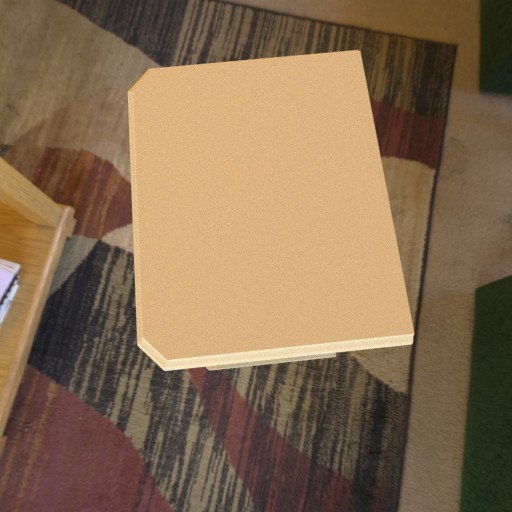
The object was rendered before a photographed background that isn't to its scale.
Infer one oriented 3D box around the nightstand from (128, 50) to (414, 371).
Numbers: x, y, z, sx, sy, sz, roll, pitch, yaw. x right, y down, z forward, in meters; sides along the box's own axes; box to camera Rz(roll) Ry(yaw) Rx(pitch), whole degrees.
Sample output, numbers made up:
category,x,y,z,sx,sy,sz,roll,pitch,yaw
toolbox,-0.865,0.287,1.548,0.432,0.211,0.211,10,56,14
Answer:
category,x,y,z,sx,sy,sz,roll,pitch,yaw
nightstand,0.000,0.000,0.922,0.351,0.681,0.435,-6,76,-1
